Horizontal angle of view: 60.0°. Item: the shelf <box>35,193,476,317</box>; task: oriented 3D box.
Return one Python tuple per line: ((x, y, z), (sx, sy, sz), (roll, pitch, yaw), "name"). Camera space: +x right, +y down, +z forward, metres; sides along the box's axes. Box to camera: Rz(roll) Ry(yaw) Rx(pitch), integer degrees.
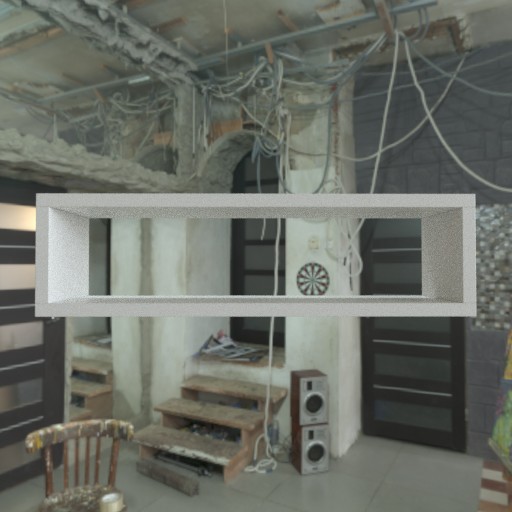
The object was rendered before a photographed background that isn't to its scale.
((0.000, 0.000, 0.688), (0.610, 0.170, 0.150), (0, -1, 0), "shelf")
